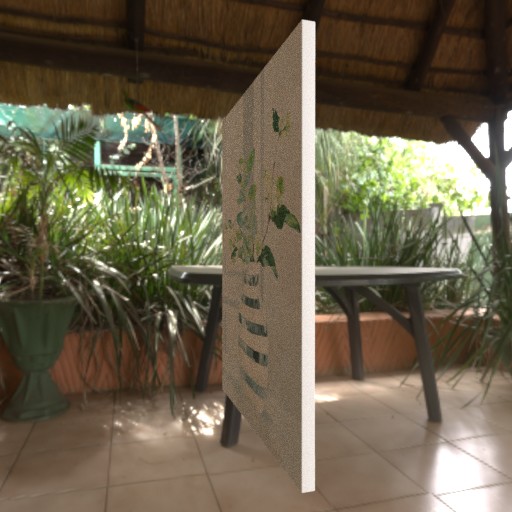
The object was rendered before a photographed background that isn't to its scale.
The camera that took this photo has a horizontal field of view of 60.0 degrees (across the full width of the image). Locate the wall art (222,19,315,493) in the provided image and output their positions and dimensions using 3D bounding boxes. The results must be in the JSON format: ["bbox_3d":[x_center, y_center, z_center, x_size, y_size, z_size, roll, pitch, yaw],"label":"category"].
[{"bbox_3d":[0.000,0.000,1.575,0.038,1.212,0.914,0,0,-17],"label":"wall art"}]
